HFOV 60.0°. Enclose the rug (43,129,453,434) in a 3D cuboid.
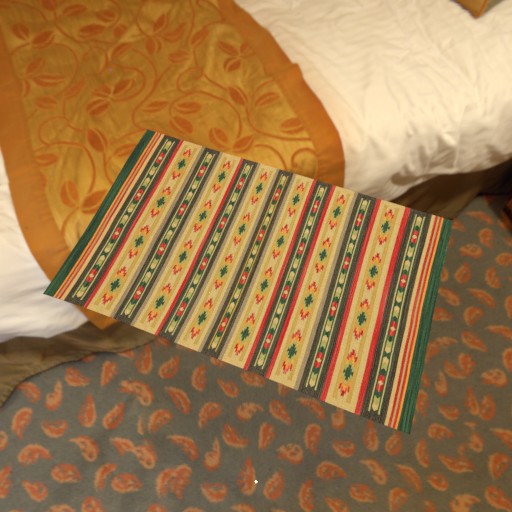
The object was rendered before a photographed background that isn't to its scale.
[{"bbox_3d":[0.000,0.000,3.044,2.447,0.011,1.520,19,65,9],"label":"rug"}]
